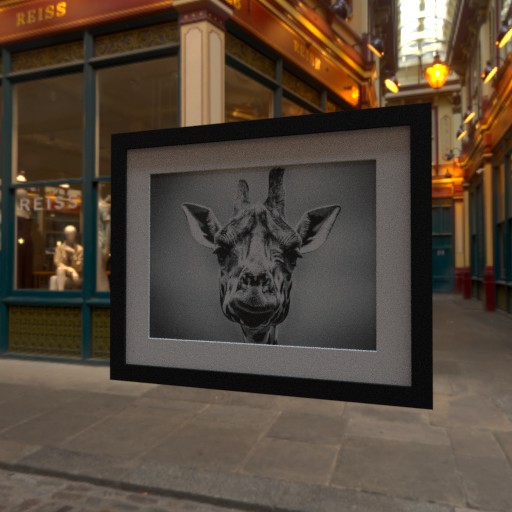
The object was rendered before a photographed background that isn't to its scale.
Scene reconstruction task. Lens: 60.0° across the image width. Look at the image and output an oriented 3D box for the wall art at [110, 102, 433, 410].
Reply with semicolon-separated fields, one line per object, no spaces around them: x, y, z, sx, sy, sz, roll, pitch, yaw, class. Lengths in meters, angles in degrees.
0.000;0.000;0.755;0.558;0.457;0.031;0;-1;17;wall art
